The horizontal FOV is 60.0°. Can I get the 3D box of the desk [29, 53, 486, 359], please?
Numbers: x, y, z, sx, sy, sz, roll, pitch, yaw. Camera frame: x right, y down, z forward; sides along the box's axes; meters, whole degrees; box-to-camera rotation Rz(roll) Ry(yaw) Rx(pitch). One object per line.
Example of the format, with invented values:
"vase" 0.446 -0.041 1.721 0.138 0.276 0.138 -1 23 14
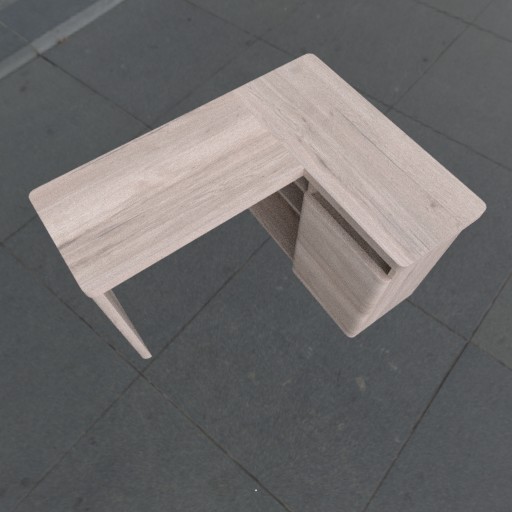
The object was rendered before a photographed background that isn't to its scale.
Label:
"desk" 0.000 0.000 1.744 1.169 0.760 0.900 -32 67 -16
